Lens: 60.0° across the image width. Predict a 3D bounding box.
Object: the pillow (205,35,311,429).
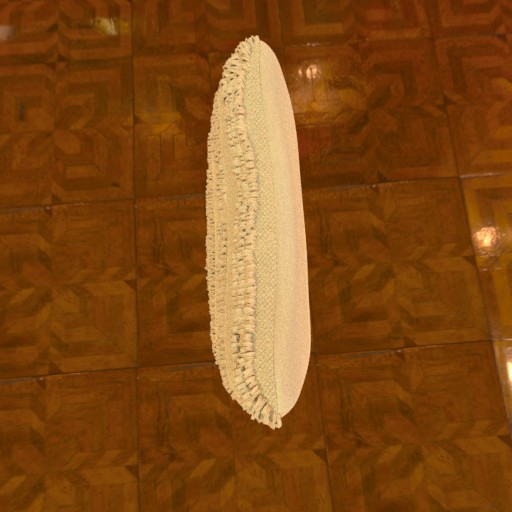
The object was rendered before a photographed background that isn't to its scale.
[{"bbox_3d":[0.000,0.000,0.662,0.145,0.427,0.437,-2,76,-1],"label":"pillow"}]
